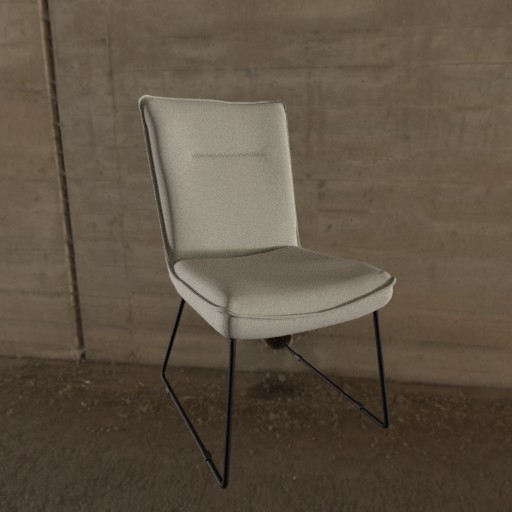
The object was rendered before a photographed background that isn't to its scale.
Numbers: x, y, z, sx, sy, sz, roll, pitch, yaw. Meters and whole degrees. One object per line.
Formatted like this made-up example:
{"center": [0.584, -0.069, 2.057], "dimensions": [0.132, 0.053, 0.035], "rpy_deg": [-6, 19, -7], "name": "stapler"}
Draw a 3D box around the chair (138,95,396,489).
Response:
{"center": [0.000, 0.000, 1.317], "dimensions": [0.515, 0.930, 0.688], "rpy_deg": [-7, 17, -25], "name": "chair"}
